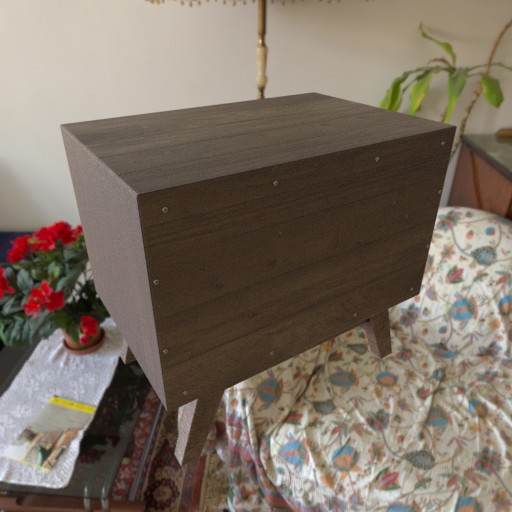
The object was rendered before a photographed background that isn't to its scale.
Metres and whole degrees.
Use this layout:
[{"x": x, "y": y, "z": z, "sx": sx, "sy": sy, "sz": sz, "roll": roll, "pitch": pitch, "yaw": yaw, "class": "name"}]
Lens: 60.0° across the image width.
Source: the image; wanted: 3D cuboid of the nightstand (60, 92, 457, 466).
[{"x": 0.000, "y": 0.000, "z": 1.026, "sx": 0.650, "sy": 0.599, "sz": 0.450, "roll": -18, "pitch": 35, "yaw": -28, "class": "nightstand"}]
